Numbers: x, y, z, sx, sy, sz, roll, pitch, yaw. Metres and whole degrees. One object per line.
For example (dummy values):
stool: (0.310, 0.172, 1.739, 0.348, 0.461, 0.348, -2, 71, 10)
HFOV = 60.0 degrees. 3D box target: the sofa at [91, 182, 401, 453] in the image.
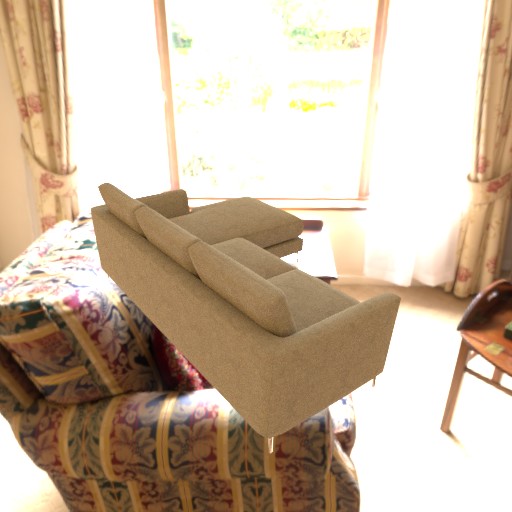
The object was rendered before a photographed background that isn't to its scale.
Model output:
sofa: (0.000, 0.000, 3.256, 1.626, 0.864, 2.438, -18, 31, -33)
